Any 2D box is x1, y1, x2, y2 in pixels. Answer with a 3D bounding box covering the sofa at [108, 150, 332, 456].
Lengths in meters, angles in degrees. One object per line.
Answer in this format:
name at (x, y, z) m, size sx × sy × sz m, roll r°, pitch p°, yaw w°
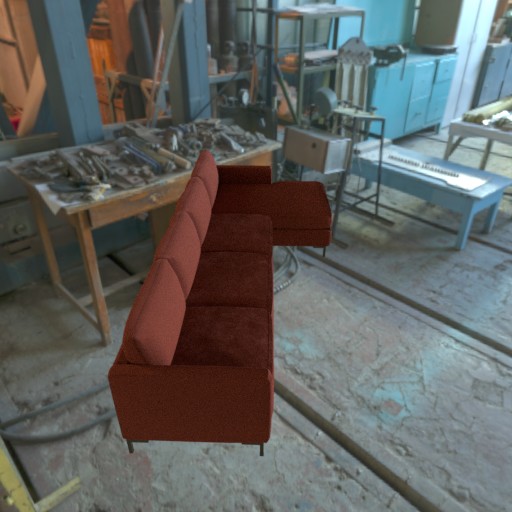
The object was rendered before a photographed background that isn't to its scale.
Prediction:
sofa at (0.000, 0.000, 3.423) m, size 1.350 × 0.810 × 2.932 m, roll 1°, pitch 32°, yaw 2°
